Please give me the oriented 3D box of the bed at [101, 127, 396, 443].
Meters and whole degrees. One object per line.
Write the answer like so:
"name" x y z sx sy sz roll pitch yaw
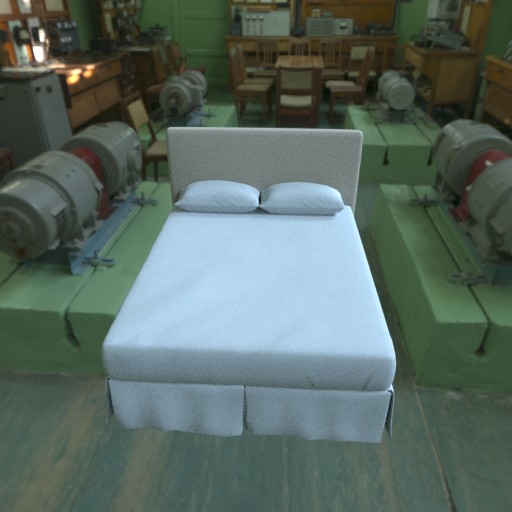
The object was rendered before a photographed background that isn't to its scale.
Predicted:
"bed" 0.000 0.000 3.243 1.748 1.330 2.142 2 31 3
